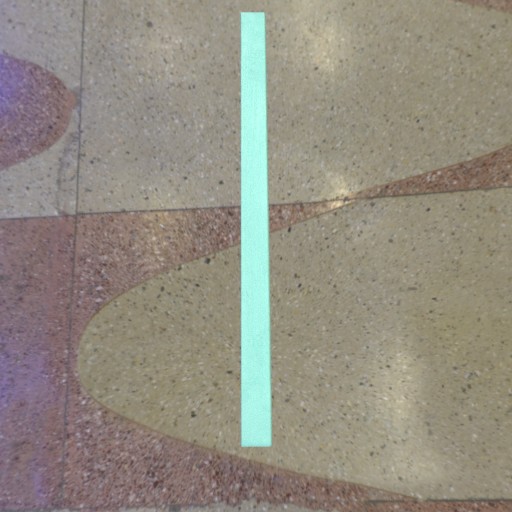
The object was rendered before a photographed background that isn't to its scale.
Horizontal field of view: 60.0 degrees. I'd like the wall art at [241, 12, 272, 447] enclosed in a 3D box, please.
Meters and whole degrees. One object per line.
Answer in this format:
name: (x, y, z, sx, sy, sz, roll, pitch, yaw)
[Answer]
wall art: (0.000, 0.000, 1.119, 0.054, 0.766, 0.765, -1, 77, 0)
